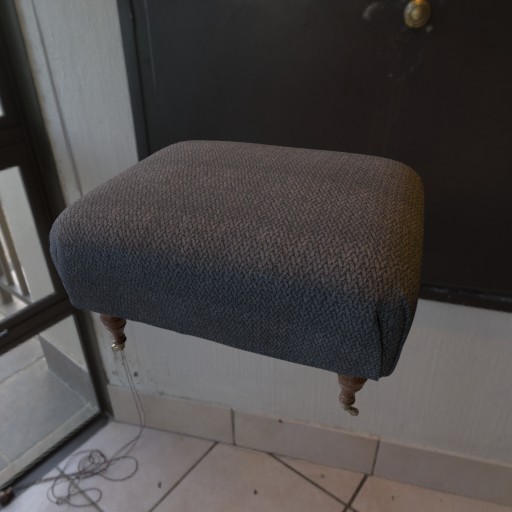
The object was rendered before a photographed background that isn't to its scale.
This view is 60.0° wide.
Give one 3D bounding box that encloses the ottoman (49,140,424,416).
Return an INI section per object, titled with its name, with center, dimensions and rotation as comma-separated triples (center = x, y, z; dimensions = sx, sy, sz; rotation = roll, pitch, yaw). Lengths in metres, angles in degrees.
[ottoman]
center = 0.000, 0.000, 1.096
dimensions = 0.747, 0.450, 0.622
rotation = 10, 33, 16
